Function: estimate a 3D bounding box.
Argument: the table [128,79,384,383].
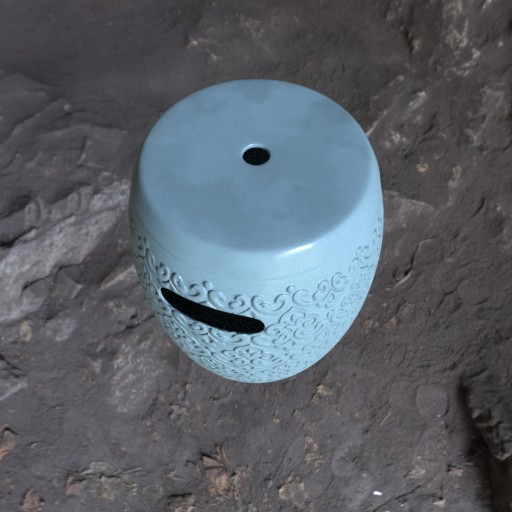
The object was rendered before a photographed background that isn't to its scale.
[{"bbox_3d":[0.000,0.000,0.604,0.309,0.397,0.309,0,59,0],"label":"table"}]
